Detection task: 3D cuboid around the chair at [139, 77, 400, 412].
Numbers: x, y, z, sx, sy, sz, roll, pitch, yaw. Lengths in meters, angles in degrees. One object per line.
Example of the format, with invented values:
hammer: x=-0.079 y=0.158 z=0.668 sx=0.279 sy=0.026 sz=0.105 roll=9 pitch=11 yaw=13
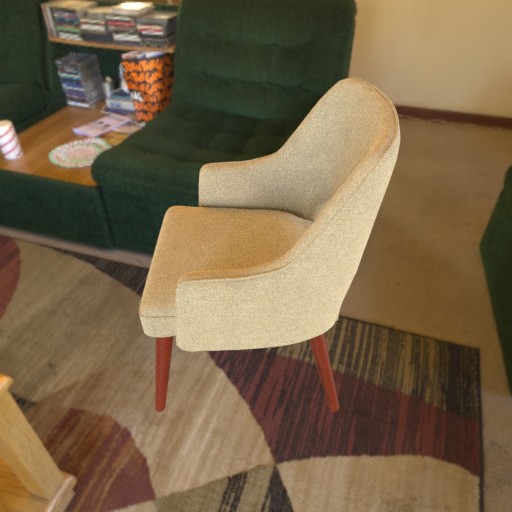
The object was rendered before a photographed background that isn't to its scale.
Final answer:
chair: x=0.000 y=0.000 z=1.216 sx=0.605 sy=0.849 sz=0.548 roll=0 pitch=41 yaw=0
